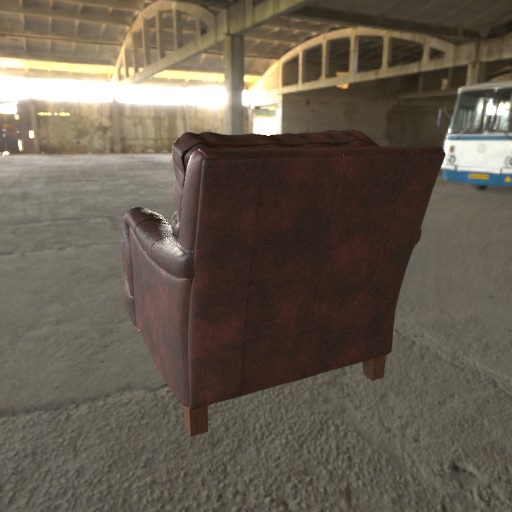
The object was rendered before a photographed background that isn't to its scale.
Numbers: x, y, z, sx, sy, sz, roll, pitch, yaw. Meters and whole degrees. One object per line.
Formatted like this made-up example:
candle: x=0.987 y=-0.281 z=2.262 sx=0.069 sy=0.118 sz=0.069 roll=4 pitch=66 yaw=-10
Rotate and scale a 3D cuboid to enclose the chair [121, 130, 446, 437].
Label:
chair: x=0.000 y=0.000 z=1.921 sx=0.987 sy=1.051 sz=1.156 roll=-8 pitch=17 yaw=-26
